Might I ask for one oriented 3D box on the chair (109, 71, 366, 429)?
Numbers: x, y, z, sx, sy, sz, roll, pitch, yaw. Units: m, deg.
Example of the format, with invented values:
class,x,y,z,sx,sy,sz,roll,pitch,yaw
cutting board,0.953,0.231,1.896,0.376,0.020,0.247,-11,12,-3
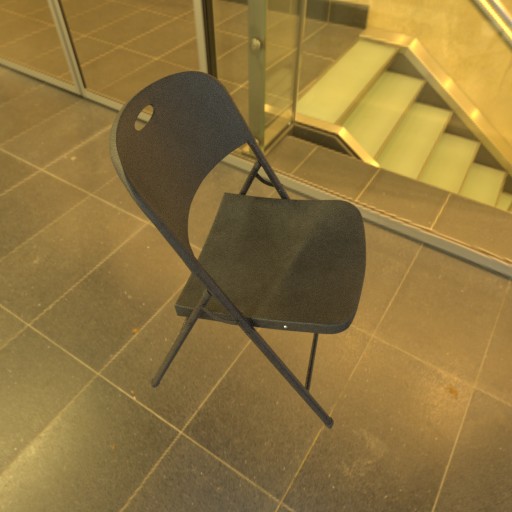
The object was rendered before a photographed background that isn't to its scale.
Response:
class,x,y,z,sx,sy,sz,roll,pitch,yaw
chair,0.000,0.000,1.171,0.566,0.810,0.494,10,49,9
